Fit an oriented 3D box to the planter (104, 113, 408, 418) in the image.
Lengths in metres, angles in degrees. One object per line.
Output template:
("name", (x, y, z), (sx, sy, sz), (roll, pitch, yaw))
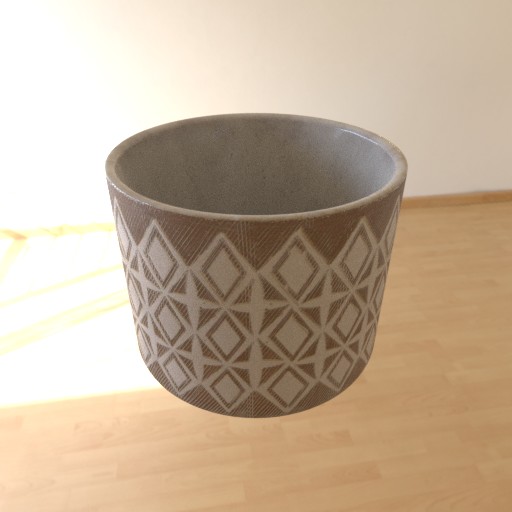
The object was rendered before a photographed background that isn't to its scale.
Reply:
("planter", (0.000, 0.000, 0.336), (0.193, 0.165, 0.193), (0, 32, 0))
